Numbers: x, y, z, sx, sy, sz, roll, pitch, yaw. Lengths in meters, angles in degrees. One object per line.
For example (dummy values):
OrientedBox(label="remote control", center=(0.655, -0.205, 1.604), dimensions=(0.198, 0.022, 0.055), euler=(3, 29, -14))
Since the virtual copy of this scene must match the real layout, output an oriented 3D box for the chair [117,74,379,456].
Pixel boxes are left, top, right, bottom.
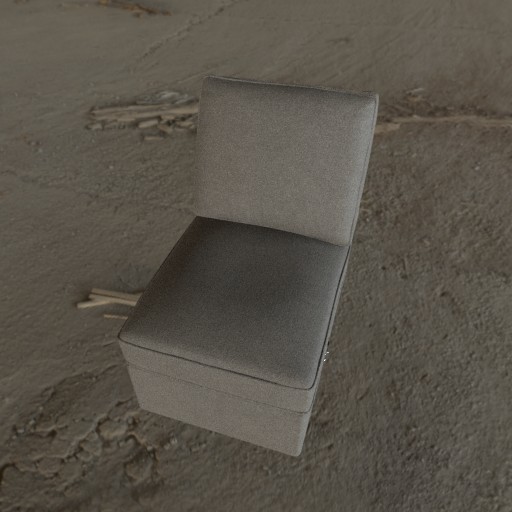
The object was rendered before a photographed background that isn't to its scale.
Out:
OrientedBox(label="chair", center=(0.000, 0.000, 1.548), dimensions=(0.621, 0.970, 0.938), euler=(12, 43, 13))
